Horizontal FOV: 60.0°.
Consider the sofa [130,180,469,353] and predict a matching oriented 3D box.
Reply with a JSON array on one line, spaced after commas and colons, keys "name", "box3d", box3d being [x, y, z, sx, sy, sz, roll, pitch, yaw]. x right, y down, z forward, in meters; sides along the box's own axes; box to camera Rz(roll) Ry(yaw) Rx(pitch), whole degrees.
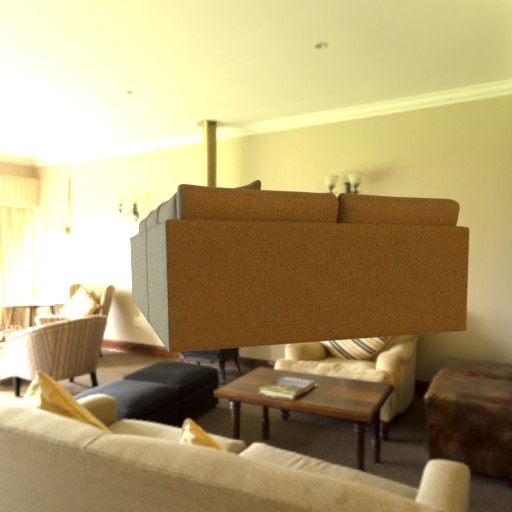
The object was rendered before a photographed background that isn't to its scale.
[{"name": "sofa", "box3d": [0.000, 0.000, 3.942, 1.994, 0.978, 2.896, 0, 1, -19]}]
